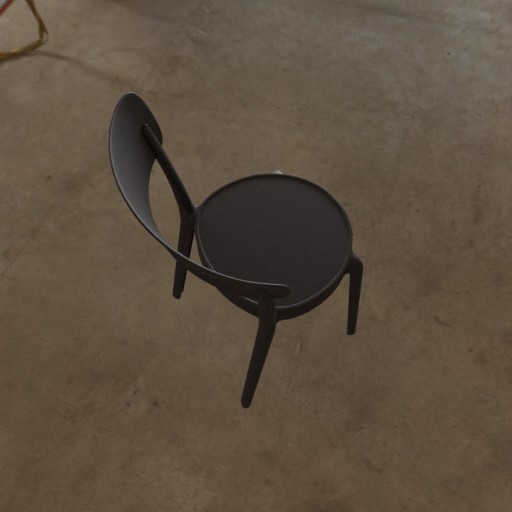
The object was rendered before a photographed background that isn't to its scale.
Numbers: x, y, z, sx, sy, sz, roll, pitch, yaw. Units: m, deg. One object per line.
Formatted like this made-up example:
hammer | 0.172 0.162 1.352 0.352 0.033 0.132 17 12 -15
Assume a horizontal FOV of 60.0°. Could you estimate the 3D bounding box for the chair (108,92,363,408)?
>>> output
chair | 0.000 0.000 1.115 0.491 0.790 0.506 -30 64 -16
